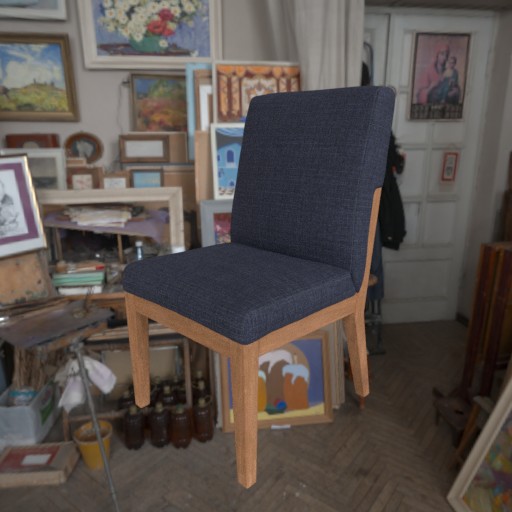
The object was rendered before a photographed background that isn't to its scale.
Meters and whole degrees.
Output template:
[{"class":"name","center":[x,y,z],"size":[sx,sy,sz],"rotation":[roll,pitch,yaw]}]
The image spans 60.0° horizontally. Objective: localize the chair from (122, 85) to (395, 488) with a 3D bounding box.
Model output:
[{"class":"chair","center":[0.000,0.000,1.246],"size":[0.507,0.911,0.586],"rotation":[15,21,42]}]
